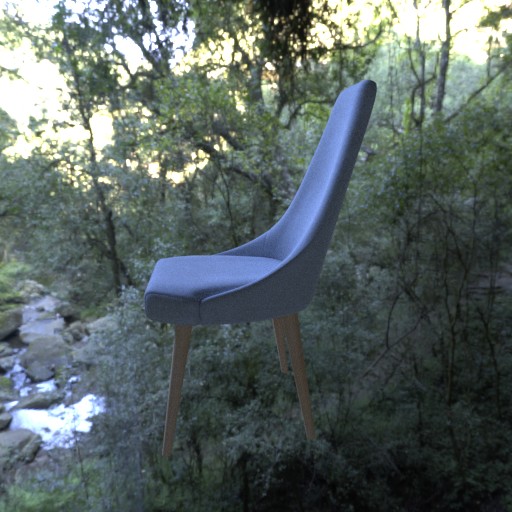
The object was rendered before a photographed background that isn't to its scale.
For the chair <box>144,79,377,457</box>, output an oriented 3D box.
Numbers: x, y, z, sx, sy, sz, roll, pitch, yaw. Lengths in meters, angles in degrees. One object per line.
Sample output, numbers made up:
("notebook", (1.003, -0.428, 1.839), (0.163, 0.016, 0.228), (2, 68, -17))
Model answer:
("chair", (0.000, 0.000, 1.401), (0.660, 1.040, 0.510), (-2, 13, -7))
